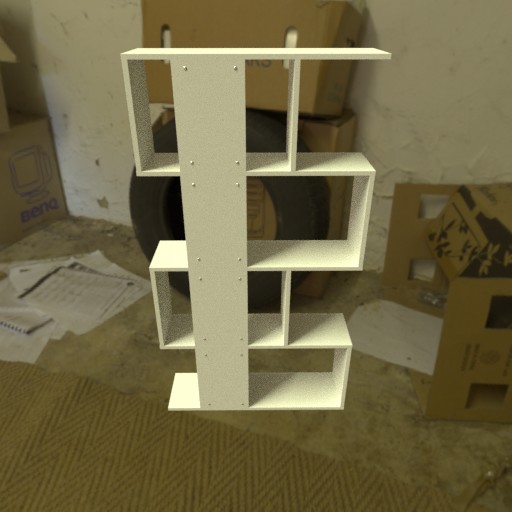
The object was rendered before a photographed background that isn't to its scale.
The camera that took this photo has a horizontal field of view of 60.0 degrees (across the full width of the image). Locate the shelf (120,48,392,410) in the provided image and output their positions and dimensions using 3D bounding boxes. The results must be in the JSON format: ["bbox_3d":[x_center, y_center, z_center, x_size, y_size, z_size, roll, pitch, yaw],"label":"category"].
[{"bbox_3d":[0.000,0.000,1.959,0.890,1.650,0.250,0,29,0],"label":"shelf"}]
